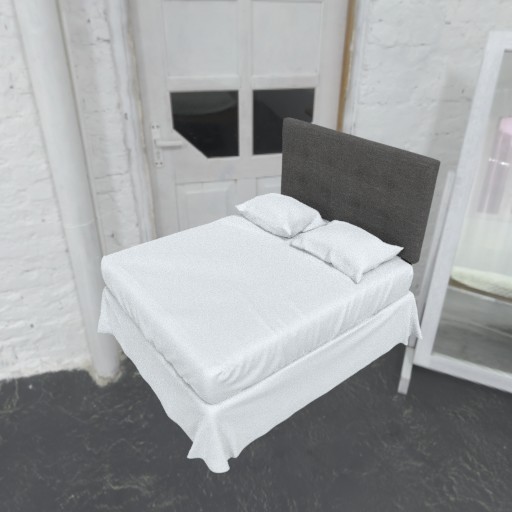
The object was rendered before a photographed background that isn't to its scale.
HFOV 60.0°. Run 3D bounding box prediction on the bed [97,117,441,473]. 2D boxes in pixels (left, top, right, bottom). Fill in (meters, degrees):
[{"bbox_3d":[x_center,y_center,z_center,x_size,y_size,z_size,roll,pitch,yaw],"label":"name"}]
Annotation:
[{"bbox_3d":[0.000,0.000,3.516,2.222,1.577,1.936,-21,37,-32],"label":"bed"}]
